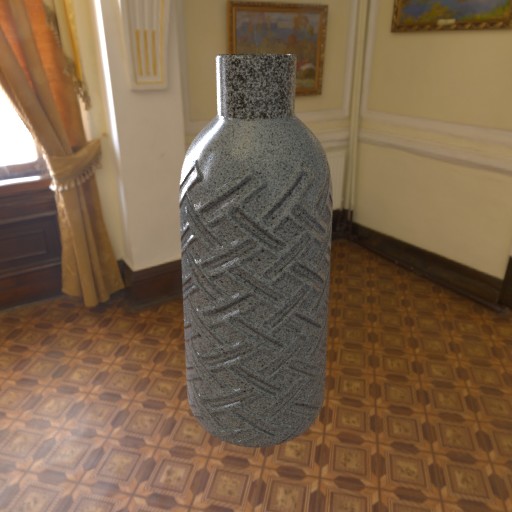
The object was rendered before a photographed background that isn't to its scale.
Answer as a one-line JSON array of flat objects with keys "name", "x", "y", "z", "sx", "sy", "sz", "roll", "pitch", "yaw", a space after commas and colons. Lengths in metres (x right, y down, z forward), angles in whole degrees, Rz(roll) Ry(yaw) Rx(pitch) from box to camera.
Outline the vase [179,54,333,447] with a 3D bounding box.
[{"name": "vase", "x": 0.000, "y": 0.000, "z": 0.341, "sx": 0.122, "sy": 0.282, "sz": 0.122, "roll": 0, "pitch": 25, "yaw": 0}]
